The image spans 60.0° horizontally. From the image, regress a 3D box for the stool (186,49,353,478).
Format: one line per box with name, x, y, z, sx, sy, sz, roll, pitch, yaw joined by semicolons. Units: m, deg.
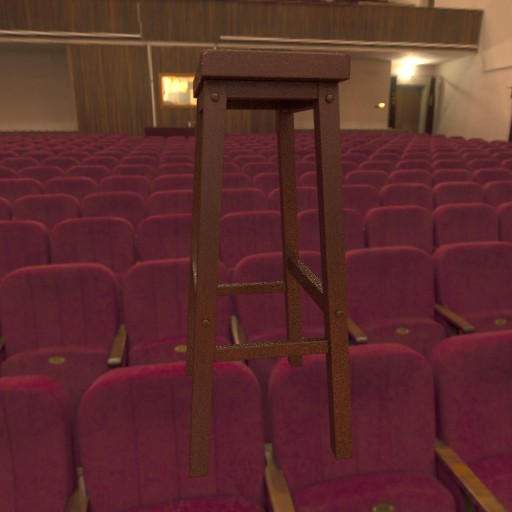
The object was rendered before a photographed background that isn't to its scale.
stool;0.000;0.000;0.952;0.322;0.742;0.406;-3;15;-9
